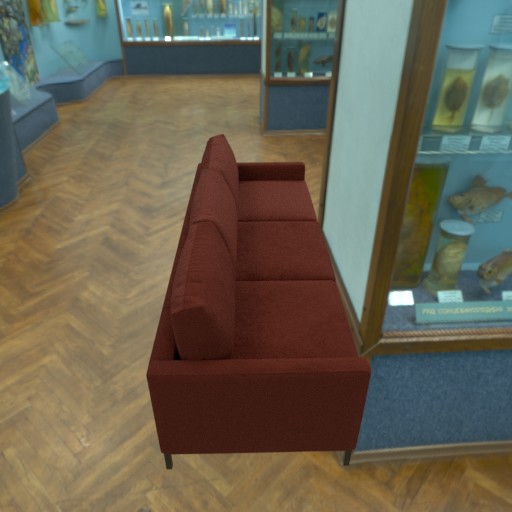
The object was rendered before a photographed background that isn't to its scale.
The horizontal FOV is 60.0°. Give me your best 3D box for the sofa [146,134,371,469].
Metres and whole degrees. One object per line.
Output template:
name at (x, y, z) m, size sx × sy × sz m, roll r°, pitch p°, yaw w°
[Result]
sofa at (0.000, 0.000, 2.681) m, size 0.875 × 0.879 × 2.252 m, roll -1°, pitch 32°, yaw -1°
